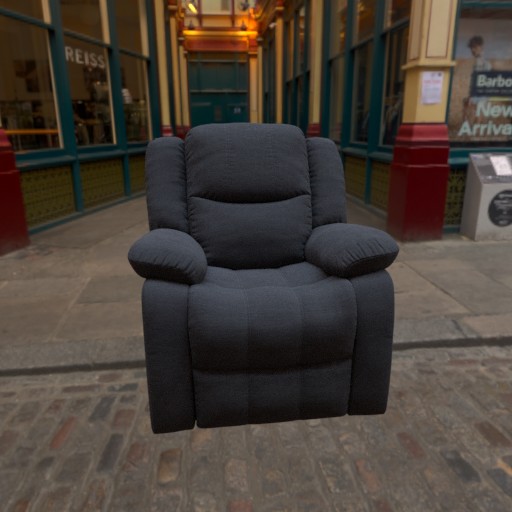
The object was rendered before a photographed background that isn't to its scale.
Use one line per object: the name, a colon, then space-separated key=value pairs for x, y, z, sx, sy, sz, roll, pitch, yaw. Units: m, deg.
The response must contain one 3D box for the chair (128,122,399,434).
chair: x=0.000 y=0.000 z=1.758 sx=0.899 sy=1.008 sz=0.944 roll=-2 pitch=17 yaw=-7
